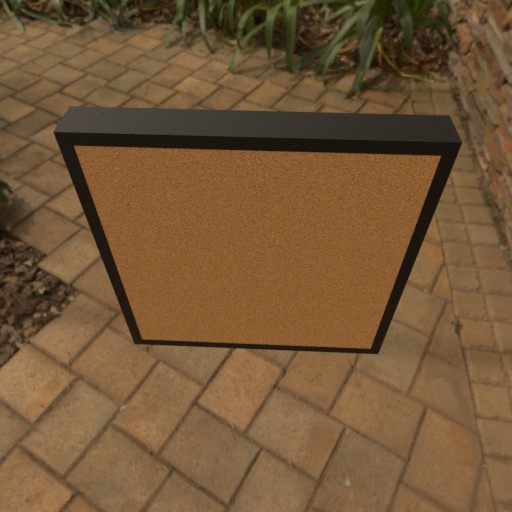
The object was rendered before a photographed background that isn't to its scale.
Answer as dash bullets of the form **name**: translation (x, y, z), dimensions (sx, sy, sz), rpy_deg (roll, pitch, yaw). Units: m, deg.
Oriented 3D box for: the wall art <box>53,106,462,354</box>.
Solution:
- **wall art**: translation (0.000, 0.000, 0.454), dimensions (0.305, 0.304, 0.038), rpy_deg (2, 48, 2)
